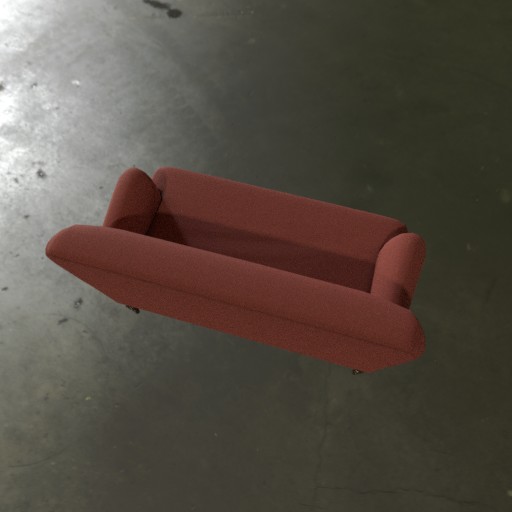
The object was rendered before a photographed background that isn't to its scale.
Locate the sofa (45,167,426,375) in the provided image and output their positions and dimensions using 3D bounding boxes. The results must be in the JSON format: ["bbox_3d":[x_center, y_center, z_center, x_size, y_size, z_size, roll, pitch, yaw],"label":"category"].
[{"bbox_3d":[0.000,0.000,1.837,1.297,0.889,0.779,14,63,7],"label":"sofa"}]
